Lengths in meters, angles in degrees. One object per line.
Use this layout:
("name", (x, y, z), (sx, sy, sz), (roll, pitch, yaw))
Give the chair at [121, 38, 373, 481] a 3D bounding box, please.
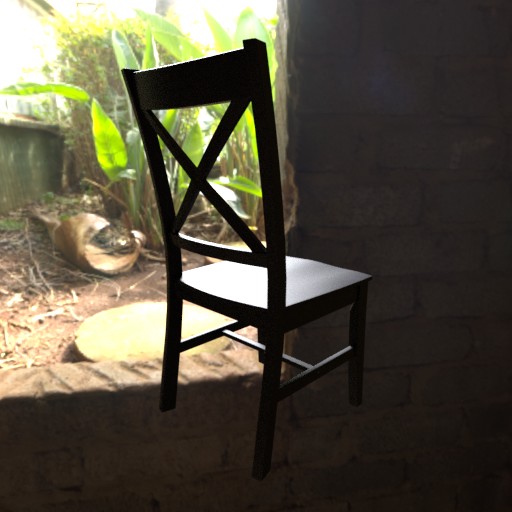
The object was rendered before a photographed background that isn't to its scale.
("chair", (0.000, 0.000, 1.255), (0.485, 0.983, 0.542), (13, 19, 43))
